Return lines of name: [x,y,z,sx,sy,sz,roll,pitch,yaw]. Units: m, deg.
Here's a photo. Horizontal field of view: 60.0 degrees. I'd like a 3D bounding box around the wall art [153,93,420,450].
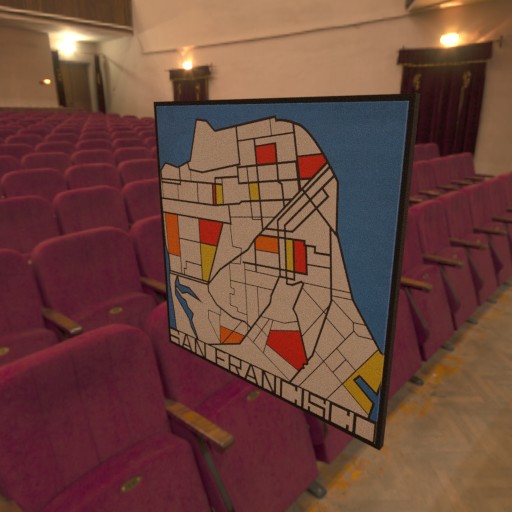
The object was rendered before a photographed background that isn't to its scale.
wall art: [0.000,0.000,0.683,0.458,0.457,0.013,15,23,39]
